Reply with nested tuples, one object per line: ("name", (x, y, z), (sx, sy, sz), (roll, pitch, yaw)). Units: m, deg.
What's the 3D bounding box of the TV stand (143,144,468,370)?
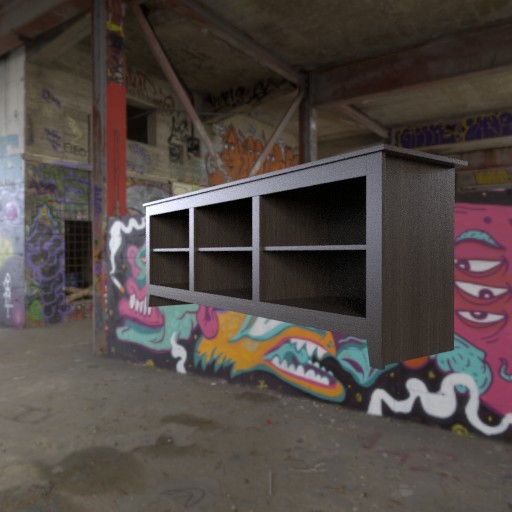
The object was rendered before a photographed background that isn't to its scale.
("TV stand", (0.000, 0.000, 2.028), (0.406, 0.610, 1.778), (0, 0, -35))
